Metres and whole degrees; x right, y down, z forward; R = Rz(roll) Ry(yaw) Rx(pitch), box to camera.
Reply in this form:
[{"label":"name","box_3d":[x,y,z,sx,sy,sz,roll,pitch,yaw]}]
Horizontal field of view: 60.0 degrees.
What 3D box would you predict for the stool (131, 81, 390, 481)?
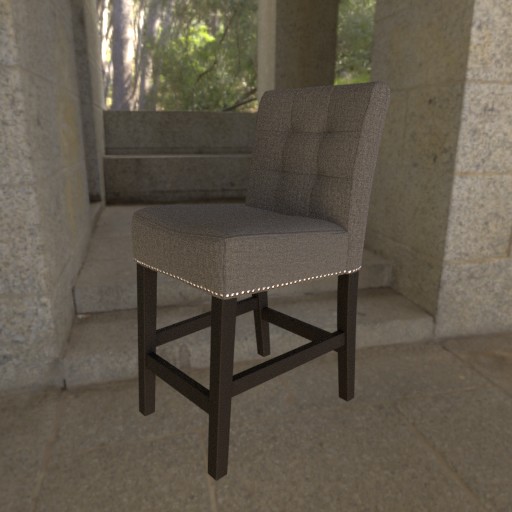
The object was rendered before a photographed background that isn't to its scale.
[{"label":"stool","box_3d":[0.000,0.000,1.192,0.571,0.885,0.427,-15,22,-41]}]
